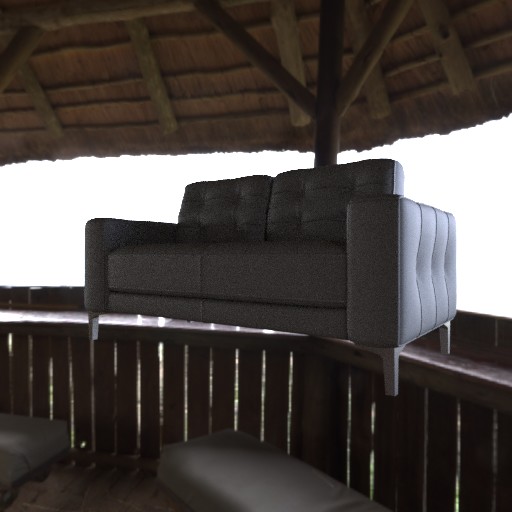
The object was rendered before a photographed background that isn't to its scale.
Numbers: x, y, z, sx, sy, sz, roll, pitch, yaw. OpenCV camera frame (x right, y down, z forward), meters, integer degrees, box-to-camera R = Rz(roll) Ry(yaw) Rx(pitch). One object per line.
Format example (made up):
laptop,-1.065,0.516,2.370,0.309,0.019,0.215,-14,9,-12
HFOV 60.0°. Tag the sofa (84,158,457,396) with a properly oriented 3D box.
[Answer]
sofa,0.000,0.000,2.205,1.726,0.892,0.833,0,0,36
